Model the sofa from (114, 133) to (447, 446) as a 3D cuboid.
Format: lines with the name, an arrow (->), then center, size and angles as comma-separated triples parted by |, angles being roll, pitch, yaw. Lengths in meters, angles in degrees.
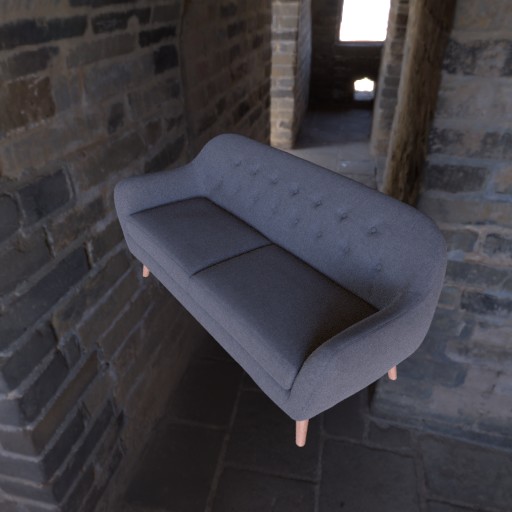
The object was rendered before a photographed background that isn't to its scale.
sofa -> 0.000, 0.000, 2.285 | 0.820, 0.820, 1.840 | -21, 38, -30
